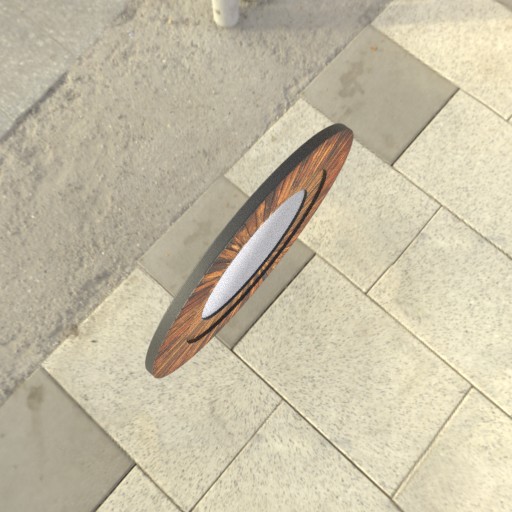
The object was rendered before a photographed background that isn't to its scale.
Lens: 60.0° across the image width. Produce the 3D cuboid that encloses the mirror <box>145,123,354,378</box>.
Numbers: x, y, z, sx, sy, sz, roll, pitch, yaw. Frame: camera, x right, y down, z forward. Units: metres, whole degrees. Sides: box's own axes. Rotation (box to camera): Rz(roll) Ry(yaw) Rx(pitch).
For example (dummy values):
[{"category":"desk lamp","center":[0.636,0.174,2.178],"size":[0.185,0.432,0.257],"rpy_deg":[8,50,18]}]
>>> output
[{"category":"mirror","center":[0.000,0.000,1.603],"size":[0.036,1.077,1.077],"rpy_deg":[38,78,9]}]
